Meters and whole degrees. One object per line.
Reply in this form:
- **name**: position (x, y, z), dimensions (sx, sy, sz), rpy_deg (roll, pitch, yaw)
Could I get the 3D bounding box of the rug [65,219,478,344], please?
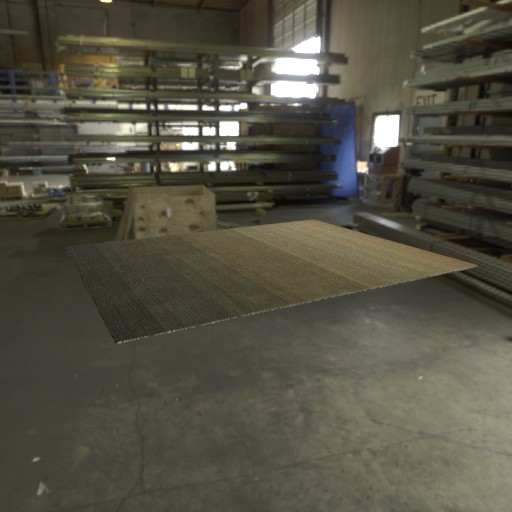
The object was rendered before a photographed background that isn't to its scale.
- **rug**: position (0.000, 0.000, 3.963), dimensions (2.932, 0.015, 2.315), rpy_deg (-8, 17, -27)
